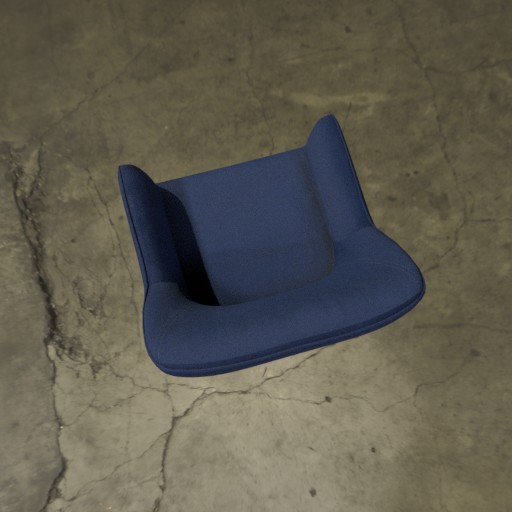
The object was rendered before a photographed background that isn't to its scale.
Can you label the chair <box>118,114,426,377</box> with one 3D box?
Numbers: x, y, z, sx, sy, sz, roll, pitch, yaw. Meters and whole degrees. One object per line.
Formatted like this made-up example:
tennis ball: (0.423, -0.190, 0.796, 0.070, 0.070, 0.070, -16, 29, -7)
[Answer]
chair: (0.000, 0.000, 1.237, 0.600, 0.820, 0.600, -15, 74, -4)
